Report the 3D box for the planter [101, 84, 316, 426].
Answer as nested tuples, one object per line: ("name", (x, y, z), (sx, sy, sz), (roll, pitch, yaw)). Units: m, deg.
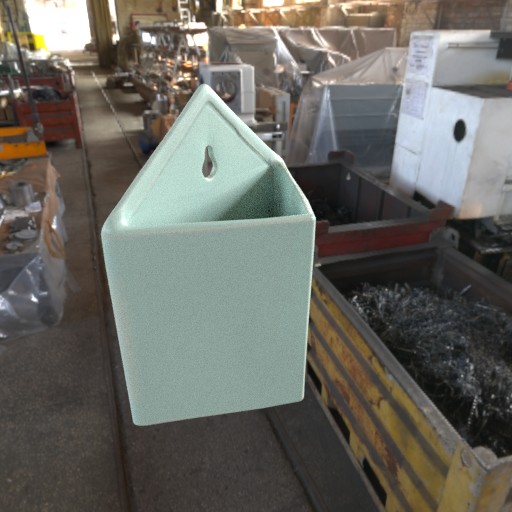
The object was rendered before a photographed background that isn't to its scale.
("planter", (0.000, 0.000, 0.278), (0.079, 0.197, 0.164), (19, 33, 32))
